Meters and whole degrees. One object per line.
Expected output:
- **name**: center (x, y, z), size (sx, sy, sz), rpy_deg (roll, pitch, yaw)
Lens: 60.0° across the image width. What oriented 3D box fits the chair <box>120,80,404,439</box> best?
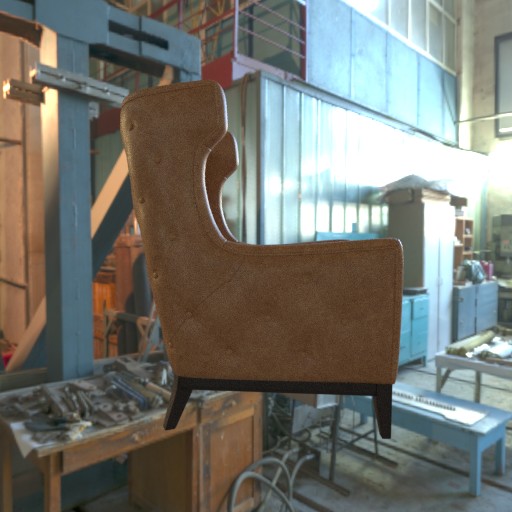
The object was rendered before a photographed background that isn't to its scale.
- **chair**: center (0.000, 0.000, 1.668), size (0.899, 1.079, 0.766), rpy_deg (0, 2, 1)
